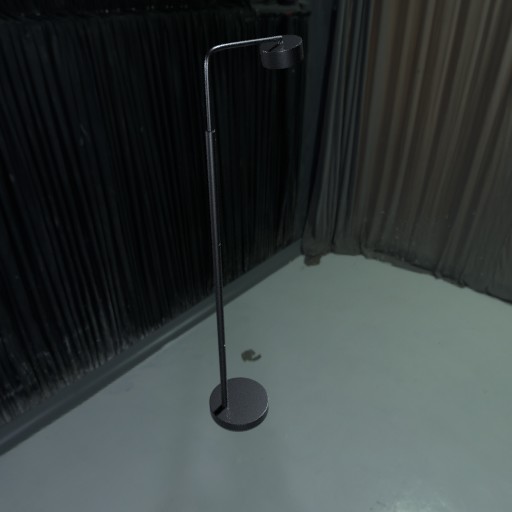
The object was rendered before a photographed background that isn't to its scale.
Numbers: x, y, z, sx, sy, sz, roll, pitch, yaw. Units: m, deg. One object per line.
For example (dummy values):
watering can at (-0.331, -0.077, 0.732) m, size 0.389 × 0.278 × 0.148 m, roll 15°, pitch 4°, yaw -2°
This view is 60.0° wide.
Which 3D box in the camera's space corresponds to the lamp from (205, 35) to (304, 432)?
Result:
lamp at (0.000, 0.000, 1.402) m, size 0.219 × 1.230 × 0.418 m, roll 23°, pitch 38°, yaw 32°
